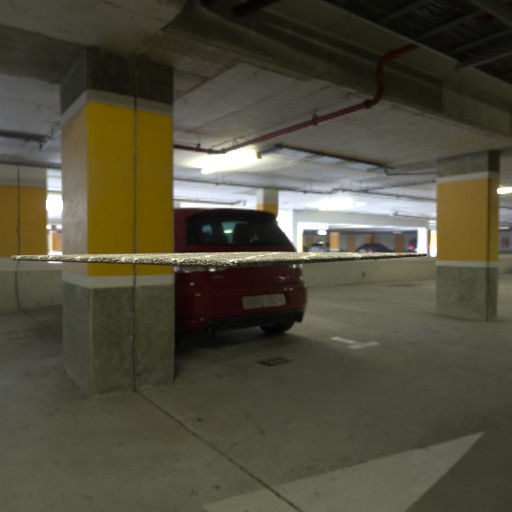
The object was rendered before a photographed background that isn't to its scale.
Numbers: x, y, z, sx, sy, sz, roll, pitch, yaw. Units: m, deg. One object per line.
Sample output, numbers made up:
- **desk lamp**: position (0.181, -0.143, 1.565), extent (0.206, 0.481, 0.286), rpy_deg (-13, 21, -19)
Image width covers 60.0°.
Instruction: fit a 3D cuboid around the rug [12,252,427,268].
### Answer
- **rug**: position (0.000, 0.000, 3.337), extent (1.778, 0.030, 2.743), rpy_deg (1, 1, 36)
